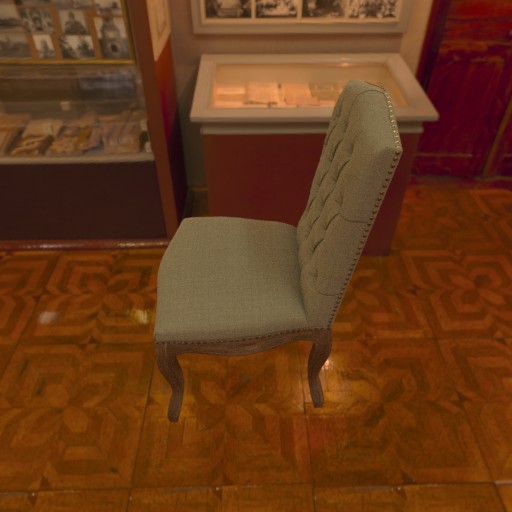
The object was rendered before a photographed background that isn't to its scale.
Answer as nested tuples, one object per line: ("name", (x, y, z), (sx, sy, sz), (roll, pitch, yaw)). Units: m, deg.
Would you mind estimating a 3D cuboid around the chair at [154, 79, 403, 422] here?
("chair", (0.000, 0.000, 1.591), (0.731, 1.191, 0.637), (1, 40, 1))
